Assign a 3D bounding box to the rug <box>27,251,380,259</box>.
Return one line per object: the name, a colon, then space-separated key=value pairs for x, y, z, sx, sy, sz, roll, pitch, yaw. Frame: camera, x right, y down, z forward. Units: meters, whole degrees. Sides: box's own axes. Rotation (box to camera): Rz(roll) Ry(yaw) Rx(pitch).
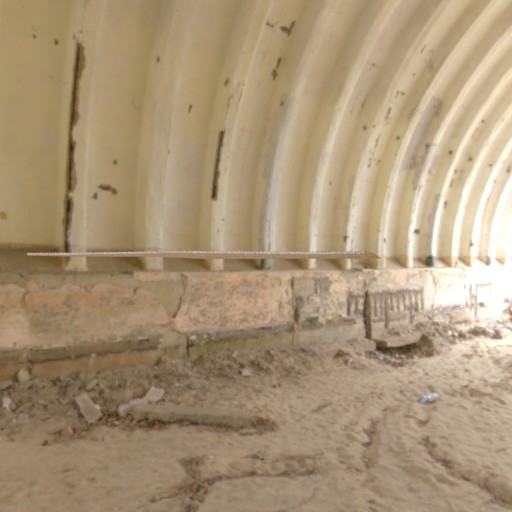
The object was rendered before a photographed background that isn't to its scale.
rug: x=0.000 y=0.000 z=3.005 sx=1.574 sy=0.029 sz=2.346 roll=0 pitch=-1 yaw=17
